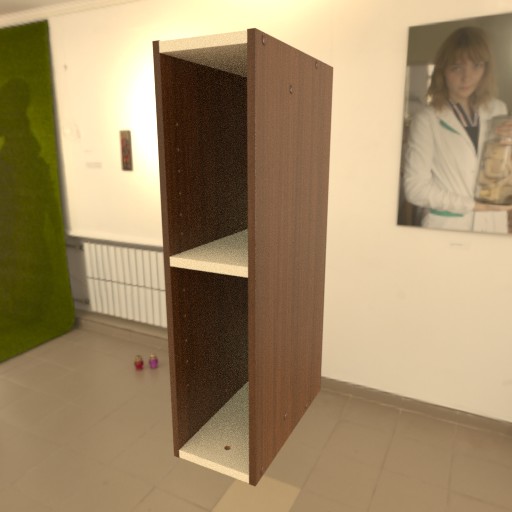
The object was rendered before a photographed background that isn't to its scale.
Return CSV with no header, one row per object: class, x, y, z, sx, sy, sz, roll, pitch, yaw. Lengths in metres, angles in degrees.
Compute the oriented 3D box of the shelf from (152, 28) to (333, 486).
shelf,0.000,0.000,0.718,0.147,0.600,0.290,7,16,26
